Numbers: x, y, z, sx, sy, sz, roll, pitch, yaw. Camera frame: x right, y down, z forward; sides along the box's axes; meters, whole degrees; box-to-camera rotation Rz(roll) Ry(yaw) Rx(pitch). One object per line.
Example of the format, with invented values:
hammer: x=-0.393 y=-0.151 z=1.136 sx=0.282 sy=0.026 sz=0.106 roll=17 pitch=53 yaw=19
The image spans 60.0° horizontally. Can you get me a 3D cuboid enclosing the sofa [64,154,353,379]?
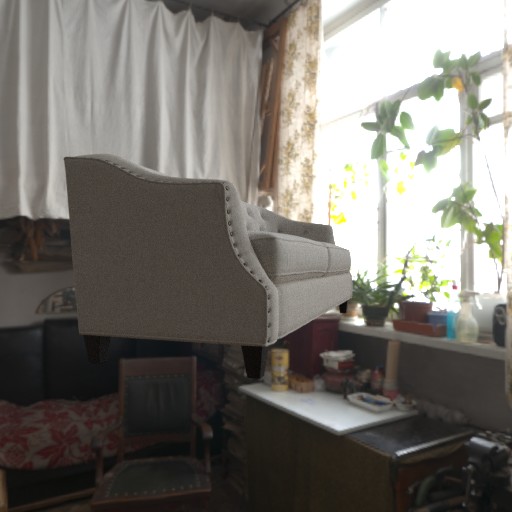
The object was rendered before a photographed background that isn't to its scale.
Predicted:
sofa: x=0.000 y=0.000 z=2.725 sx=0.914 sy=0.901 sz=2.235 roll=0 pitch=-1 yaw=20
